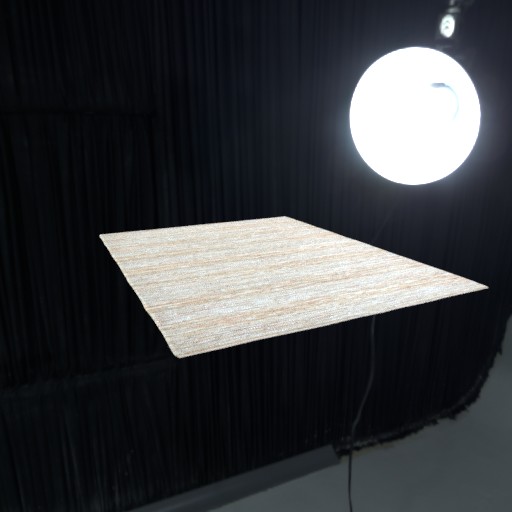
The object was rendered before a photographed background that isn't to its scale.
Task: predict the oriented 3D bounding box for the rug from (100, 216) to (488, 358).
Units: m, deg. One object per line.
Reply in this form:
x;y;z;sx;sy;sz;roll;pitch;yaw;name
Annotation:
0.000;0.000;3.943;2.313;0.009;2.939;-8;18;-25;rug
